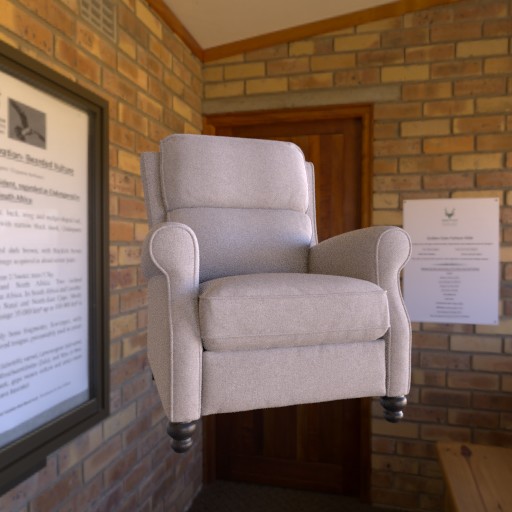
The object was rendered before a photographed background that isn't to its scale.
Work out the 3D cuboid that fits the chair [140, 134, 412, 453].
[{"bbox_3d":[0.000,0.000,1.677,0.859,1.046,0.919,0,1,-18],"label":"chair"}]
